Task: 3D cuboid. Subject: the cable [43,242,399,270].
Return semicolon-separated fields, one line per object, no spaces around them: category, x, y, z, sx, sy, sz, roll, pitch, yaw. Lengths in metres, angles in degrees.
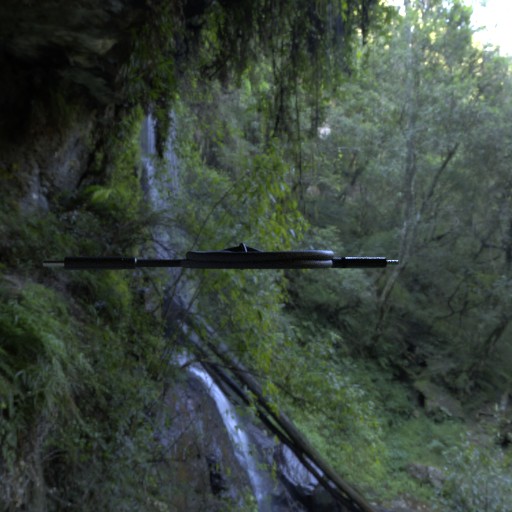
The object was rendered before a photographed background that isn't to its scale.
cable;0.000;0.000;0.206;0.186;0.014;0.070;0;-1;-18
